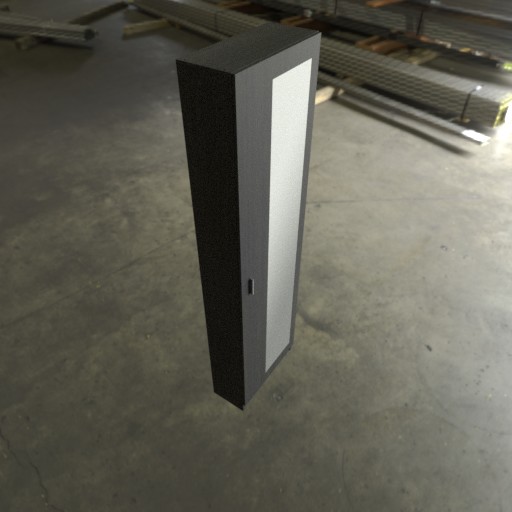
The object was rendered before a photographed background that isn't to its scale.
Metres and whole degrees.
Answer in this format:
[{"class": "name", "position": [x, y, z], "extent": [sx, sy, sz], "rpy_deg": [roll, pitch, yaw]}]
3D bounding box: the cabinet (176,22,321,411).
[{"class": "cabinet", "position": [0.000, 0.000, 2.000], "extent": [0.230, 1.790, 0.500], "rpy_deg": [24, 47, 25]}]
